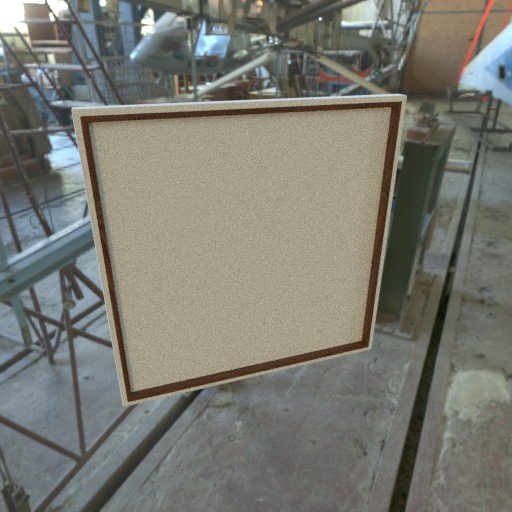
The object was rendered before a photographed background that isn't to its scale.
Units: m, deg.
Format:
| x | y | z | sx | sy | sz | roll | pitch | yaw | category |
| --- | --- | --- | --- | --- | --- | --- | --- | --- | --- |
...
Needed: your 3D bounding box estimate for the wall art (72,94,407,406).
| x | y | z | sx | sy | sz | roll | pitch | yaw | category |
| --- | --- | --- | --- | --- | --- | --- | --- | --- | --- |
| 0.000 | 0.000 | 1.136 | 0.757 | 0.757 | 0.037 | -8 | 27 | -17 | wall art |
